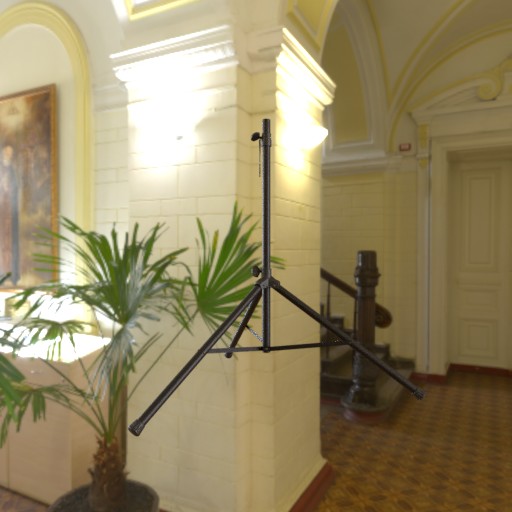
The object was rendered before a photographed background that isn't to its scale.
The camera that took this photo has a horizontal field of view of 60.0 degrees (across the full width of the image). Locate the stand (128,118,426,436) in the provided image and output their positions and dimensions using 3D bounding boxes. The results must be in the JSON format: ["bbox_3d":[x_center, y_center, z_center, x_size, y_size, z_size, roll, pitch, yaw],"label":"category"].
[{"bbox_3d":[0.000,0.000,2.811,1.596,1.595,1.339,0,1,-17],"label":"stand"}]
